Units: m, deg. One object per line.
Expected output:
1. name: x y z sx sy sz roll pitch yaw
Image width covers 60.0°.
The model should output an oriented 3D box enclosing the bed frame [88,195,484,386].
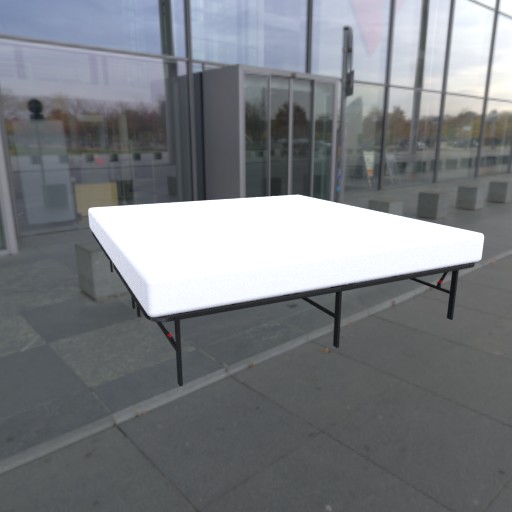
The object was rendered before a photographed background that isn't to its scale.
1. bed frame: 0.000 0.000 3.059 1.935 0.525 2.033 -7 16 -25
